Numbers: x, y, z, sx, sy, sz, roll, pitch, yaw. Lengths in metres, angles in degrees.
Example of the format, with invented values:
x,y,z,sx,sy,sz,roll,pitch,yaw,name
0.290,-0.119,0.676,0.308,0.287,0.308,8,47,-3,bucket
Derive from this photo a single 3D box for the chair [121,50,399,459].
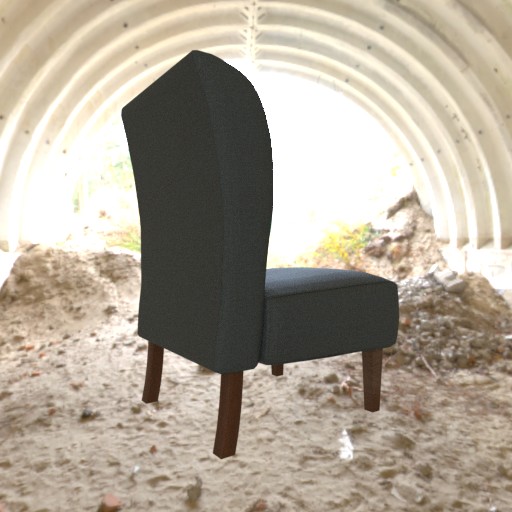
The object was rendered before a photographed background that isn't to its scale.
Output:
x,y,z,sx,sy,sz,roll,pitch,yaw,name
0.000,0.000,1.184,0.592,0.804,0.513,-1,1,-36,chair
